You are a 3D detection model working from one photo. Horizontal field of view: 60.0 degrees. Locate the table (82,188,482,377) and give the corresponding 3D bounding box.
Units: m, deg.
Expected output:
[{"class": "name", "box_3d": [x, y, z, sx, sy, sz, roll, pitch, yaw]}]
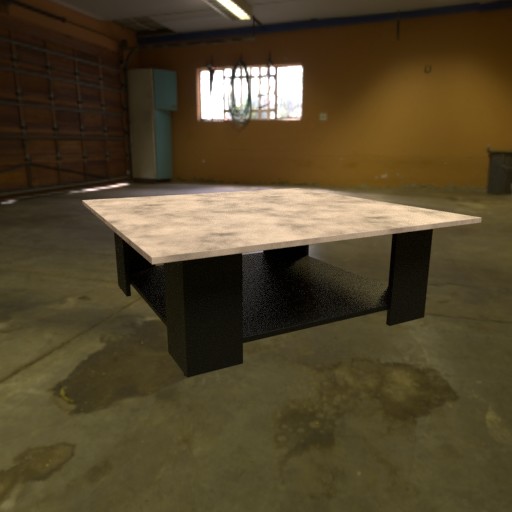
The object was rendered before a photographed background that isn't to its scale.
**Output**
[{"class": "table", "box_3d": [0.000, 0.000, 1.397, 0.890, 0.305, 0.890, -8, 16, -27]}]
